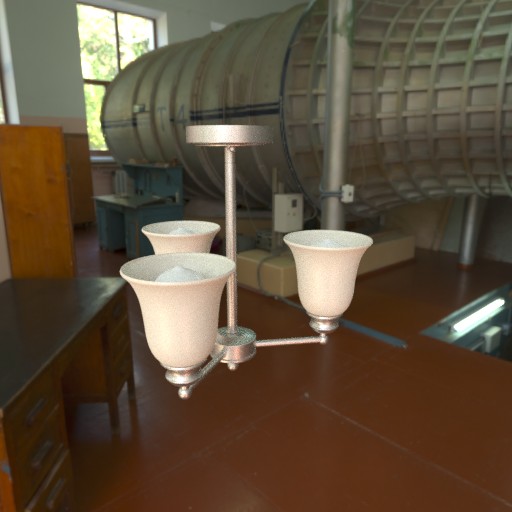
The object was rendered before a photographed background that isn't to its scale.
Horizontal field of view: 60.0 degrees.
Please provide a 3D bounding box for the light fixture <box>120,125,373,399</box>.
[{"bbox_3d":[0.000,0.000,0.663,0.354,0.370,0.388,-2,14,-8],"label":"light fixture"}]
